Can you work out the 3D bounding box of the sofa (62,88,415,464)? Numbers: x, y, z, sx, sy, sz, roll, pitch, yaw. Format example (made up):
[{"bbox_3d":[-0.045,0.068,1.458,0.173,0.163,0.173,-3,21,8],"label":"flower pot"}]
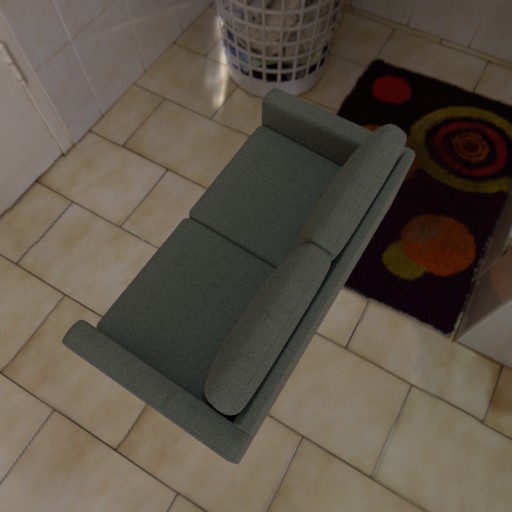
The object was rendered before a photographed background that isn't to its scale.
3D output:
[{"bbox_3d":[0.000,0.000,2.263,0.889,0.897,1.730,30,68,14],"label":"sofa"}]
